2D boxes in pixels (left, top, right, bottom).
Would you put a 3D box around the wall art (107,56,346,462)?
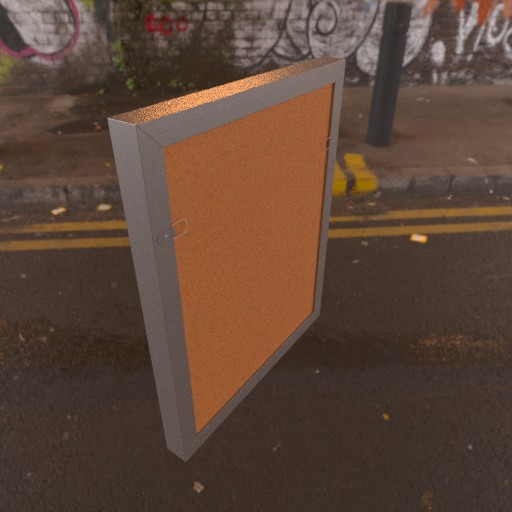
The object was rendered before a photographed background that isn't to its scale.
[{"bbox_3d":[0.000,0.000,0.506,0.030,0.379,0.308,21,39,29],"label":"wall art"}]
